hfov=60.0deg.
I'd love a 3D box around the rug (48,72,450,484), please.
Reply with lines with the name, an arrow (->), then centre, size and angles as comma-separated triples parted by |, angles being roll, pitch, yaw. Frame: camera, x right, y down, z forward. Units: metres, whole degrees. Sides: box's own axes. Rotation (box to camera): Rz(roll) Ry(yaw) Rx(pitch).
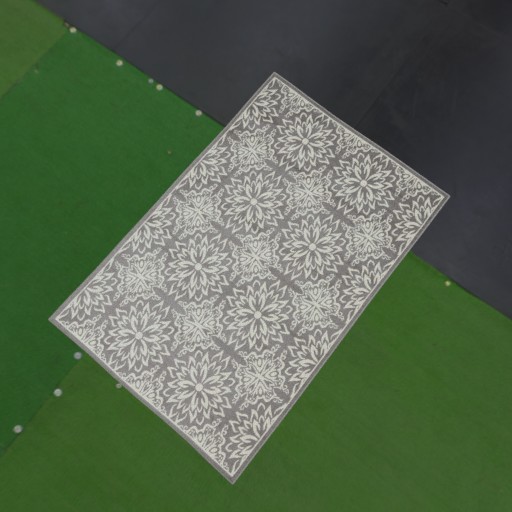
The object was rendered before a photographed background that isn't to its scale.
rug -> 0.000, 0.000, 2.327 | 1.224, 0.012, 1.847 | 38, 80, 8
